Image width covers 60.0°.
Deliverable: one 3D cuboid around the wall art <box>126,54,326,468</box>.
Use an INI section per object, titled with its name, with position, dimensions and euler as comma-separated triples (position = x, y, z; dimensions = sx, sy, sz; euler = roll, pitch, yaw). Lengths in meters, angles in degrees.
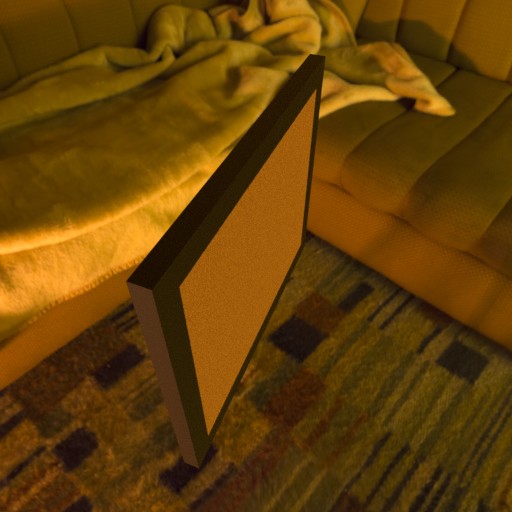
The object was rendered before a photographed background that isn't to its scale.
[wall art]
position = 0.000, 0.000, 0.747
dimensions = 0.028, 0.460, 0.561
euler = 16, 48, 15
